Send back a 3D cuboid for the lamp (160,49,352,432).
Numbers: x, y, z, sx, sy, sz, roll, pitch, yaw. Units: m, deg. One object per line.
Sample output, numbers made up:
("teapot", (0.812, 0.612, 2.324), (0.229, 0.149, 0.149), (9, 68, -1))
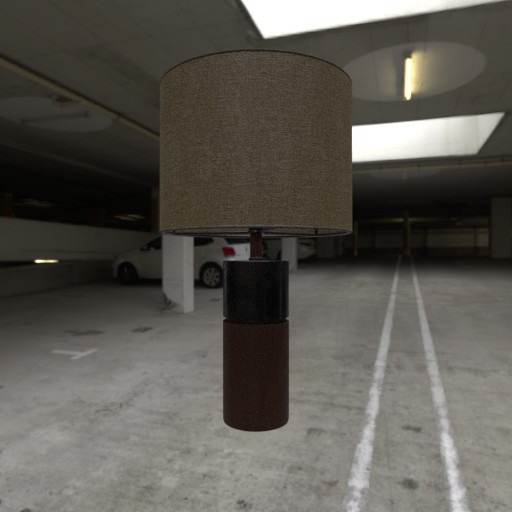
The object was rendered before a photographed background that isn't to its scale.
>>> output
("lamp", (0.000, 0.000, 0.475), (0.202, 0.350, 0.202), (0, 0, 0))
